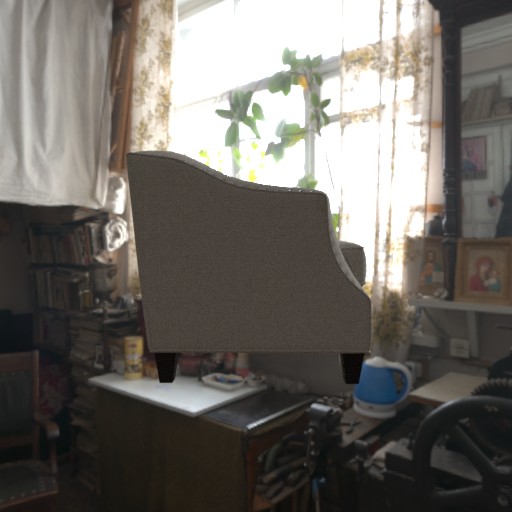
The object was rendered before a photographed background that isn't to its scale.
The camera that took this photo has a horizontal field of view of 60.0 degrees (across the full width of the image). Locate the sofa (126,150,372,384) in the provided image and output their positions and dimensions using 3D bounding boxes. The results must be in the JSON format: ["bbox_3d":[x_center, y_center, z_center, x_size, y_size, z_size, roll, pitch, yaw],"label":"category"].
[{"bbox_3d":[0.000,0.000,2.715,0.914,0.901,2.235,0,1,1],"label":"sofa"}]
